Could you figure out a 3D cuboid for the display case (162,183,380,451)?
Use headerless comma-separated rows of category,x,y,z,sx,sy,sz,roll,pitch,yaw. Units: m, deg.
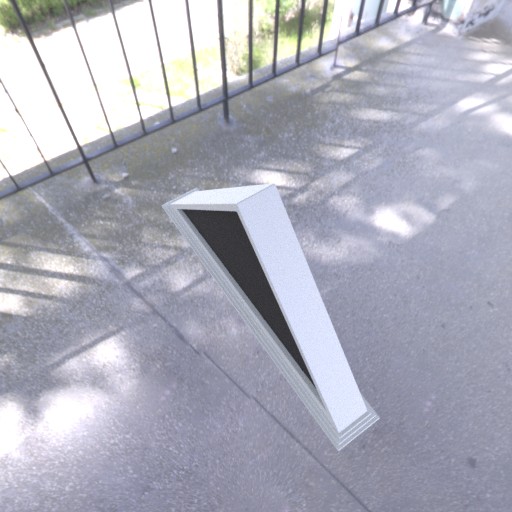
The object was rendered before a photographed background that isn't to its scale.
display case,0.000,0.000,0.769,0.095,0.340,0.640,-30,63,-17
